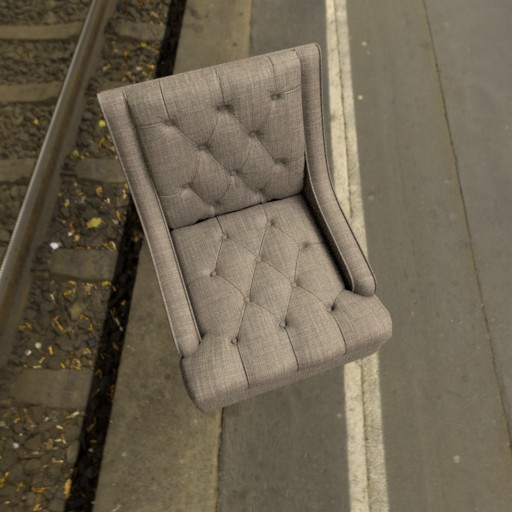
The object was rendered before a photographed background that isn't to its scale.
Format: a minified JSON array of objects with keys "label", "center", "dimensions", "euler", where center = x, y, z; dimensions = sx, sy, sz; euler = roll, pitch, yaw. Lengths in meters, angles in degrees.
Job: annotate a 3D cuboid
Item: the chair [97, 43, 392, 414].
[{"label":"chair","center":[0.000,0.000,1.429],"dimensions":[0.655,0.891,0.771],"euler":[-17,63,-9]}]
